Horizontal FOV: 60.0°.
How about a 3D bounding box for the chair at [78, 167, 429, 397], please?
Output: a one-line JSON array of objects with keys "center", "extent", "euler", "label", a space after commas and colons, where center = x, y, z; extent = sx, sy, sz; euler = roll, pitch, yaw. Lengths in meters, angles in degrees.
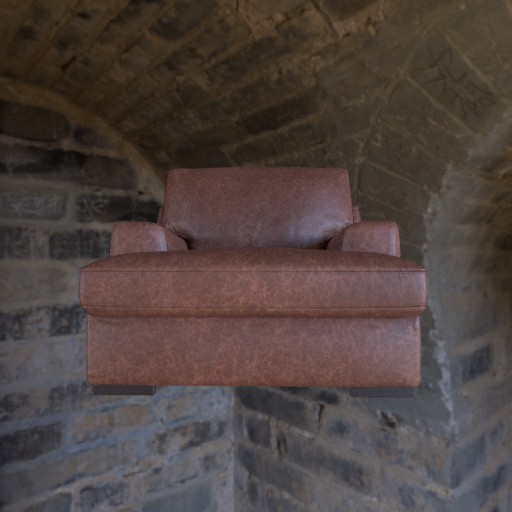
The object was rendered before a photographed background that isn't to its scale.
[{"center": [0.000, 0.000, 1.973], "extent": [1.168, 0.939, 1.143], "euler": [0, -1, 1], "label": "chair"}]
